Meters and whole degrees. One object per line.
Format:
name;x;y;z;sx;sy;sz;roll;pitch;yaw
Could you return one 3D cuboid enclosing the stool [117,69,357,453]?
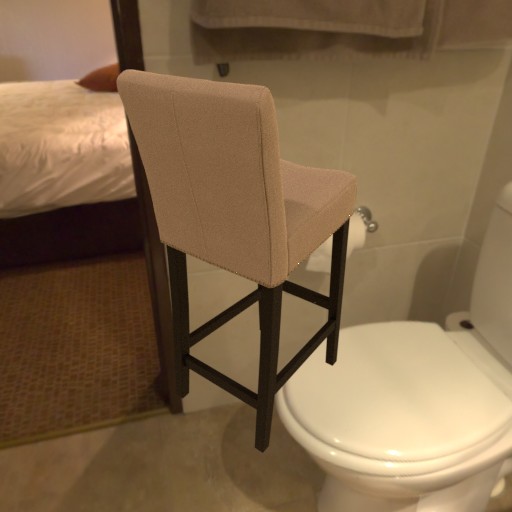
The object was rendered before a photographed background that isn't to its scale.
stool;0.000;0.000;1.315;0.411;1.047;0.548;21;36;32
